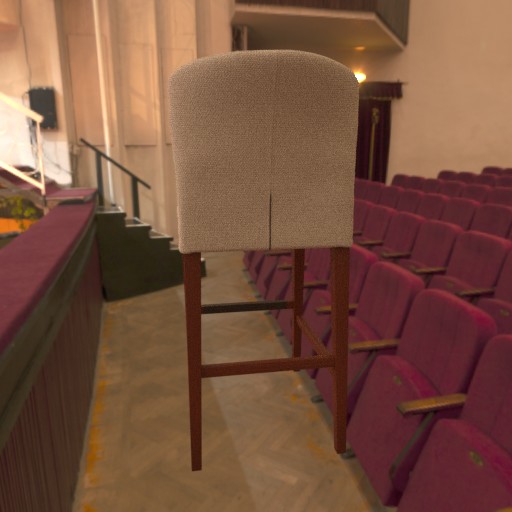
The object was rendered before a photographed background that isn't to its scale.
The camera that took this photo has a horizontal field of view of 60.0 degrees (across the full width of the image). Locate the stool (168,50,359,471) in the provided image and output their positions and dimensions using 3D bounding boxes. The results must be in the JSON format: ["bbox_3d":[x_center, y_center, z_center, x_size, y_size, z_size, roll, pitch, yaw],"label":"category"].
[{"bbox_3d":[0.000,0.000,1.359,0.481,1.069,0.568,-2,14,-9],"label":"stool"}]
